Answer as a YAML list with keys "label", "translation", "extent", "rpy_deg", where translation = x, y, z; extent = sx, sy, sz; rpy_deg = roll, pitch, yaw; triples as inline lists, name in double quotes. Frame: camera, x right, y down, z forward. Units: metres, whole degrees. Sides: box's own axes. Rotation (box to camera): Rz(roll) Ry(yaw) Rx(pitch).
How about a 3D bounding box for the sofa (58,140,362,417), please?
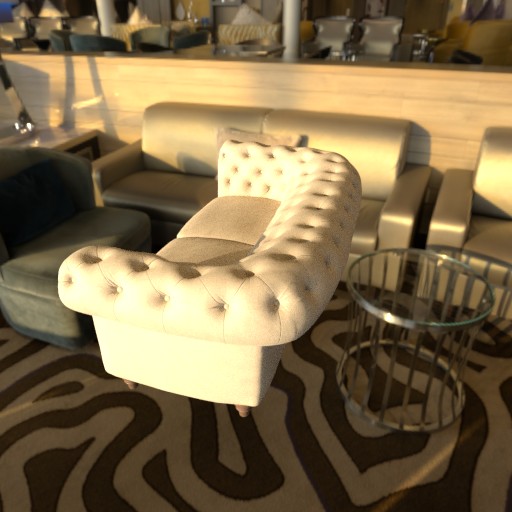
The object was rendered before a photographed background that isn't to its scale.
- label: "sofa"
  translation: [0.000, 0.000, 2.540]
  extent: [1.069, 0.835, 1.988]
  rpy_deg: [8, 30, 15]
